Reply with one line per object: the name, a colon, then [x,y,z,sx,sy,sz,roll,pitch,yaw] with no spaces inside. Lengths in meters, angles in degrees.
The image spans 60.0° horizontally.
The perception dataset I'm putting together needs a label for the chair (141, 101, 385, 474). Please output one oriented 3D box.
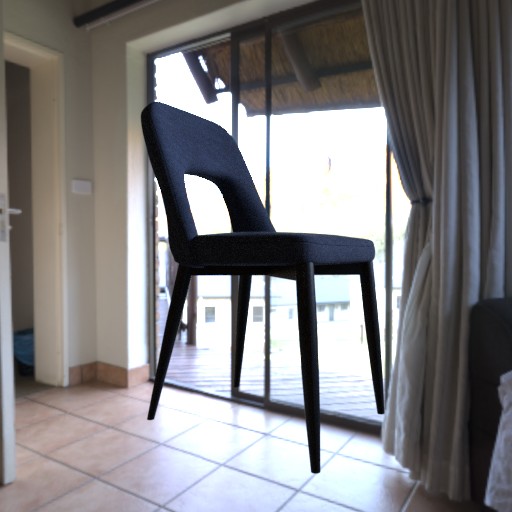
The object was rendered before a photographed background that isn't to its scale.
chair: [0.000,0.000,1.277,0.612,0.931,0.470,0,1,35]
